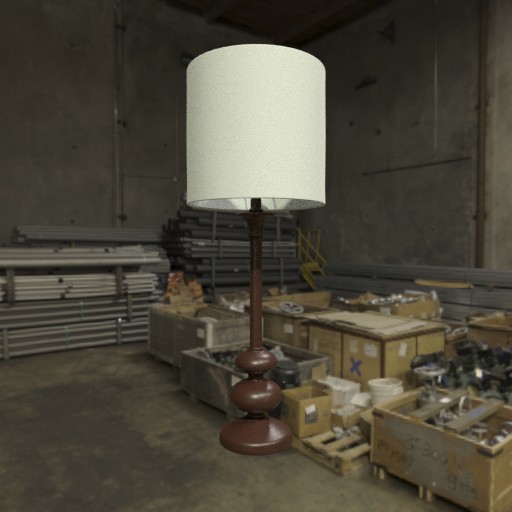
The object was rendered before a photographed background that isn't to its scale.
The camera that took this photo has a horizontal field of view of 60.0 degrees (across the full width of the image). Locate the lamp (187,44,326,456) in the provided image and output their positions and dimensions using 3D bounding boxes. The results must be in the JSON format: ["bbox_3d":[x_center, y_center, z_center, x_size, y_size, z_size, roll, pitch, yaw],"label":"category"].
[{"bbox_3d":[0.000,0.000,0.825,0.254,0.690,0.254,-1,1,-35],"label":"lamp"}]
